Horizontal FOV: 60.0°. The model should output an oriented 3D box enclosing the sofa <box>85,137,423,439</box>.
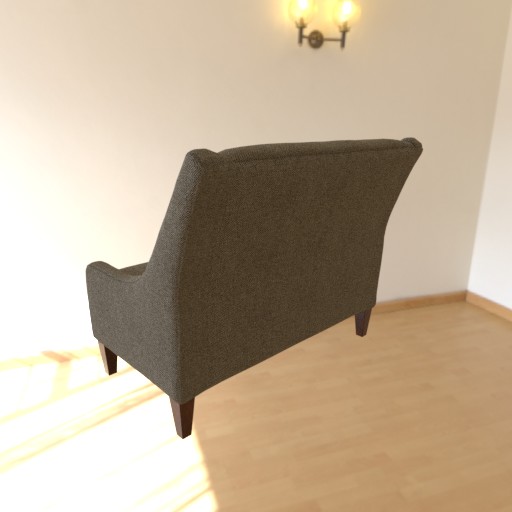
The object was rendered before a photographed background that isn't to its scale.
[{"bbox_3d":[0.000,0.000,1.979,1.242,1.021,0.870,-16,23,-41],"label":"sofa"}]
